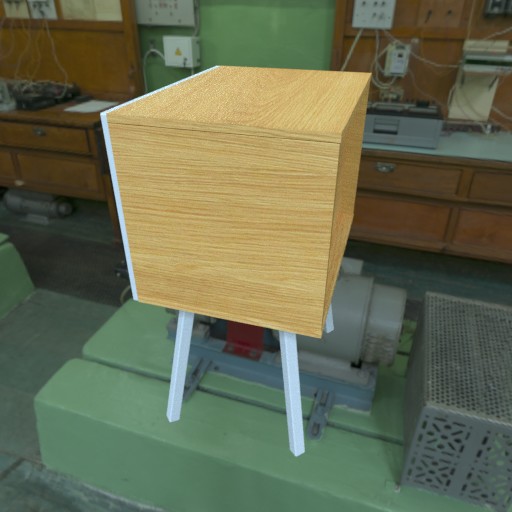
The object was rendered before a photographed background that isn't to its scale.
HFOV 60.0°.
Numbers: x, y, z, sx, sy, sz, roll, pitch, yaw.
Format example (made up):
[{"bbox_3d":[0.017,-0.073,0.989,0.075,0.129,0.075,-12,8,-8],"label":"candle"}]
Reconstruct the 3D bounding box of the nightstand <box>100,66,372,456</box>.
[{"bbox_3d":[0.000,0.000,0.837,0.316,0.601,0.400,9,33,14],"label":"nightstand"}]
